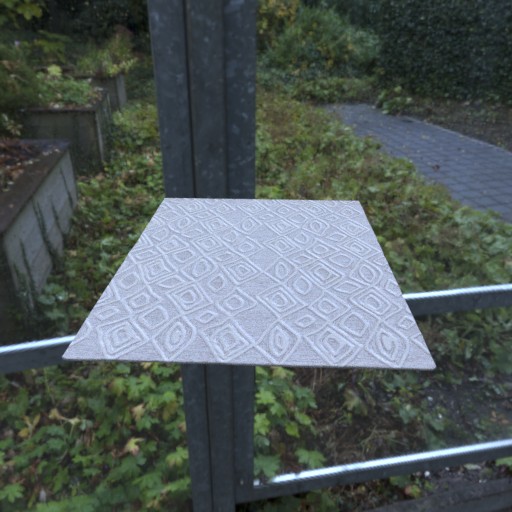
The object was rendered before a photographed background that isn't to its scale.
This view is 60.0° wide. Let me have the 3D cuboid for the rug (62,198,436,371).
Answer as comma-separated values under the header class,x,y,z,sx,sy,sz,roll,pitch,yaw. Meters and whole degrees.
class,x,y,z,sx,sy,sz,roll,pitch,yaw
rug,0.000,0.000,4.212,2.449,0.025,3.049,1,28,2
